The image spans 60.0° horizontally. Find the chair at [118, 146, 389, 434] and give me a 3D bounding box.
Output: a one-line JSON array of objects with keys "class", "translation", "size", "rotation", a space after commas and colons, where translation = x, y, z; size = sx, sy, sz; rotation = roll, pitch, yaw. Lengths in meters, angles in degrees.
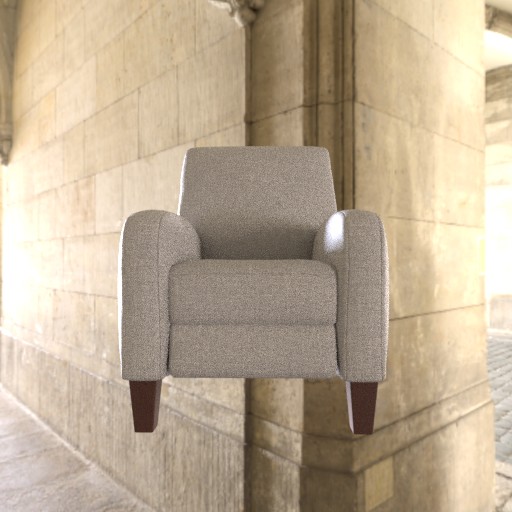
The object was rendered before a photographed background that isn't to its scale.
[{"class": "chair", "translation": [0.000, 0.000, 1.654], "size": [0.762, 0.990, 0.990], "rotation": [0, 0, 1]}]
